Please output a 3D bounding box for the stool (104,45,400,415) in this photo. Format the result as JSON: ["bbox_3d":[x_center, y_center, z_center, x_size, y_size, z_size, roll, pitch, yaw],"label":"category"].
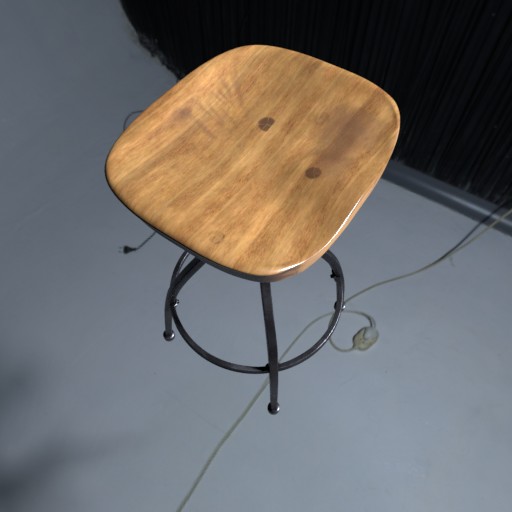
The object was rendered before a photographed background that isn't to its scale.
[{"bbox_3d":[0.000,0.000,0.958,0.424,0.694,0.432,30,63,18],"label":"stool"}]
